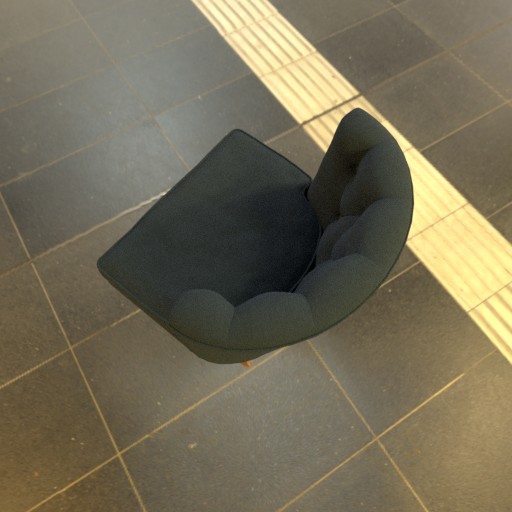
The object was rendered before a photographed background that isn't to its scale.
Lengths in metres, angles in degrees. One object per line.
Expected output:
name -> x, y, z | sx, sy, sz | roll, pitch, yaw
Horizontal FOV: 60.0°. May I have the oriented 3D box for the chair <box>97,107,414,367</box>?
chair -> 0.000, 0.000, 1.363 | 0.718, 0.771, 0.740 | 35, 69, 16
